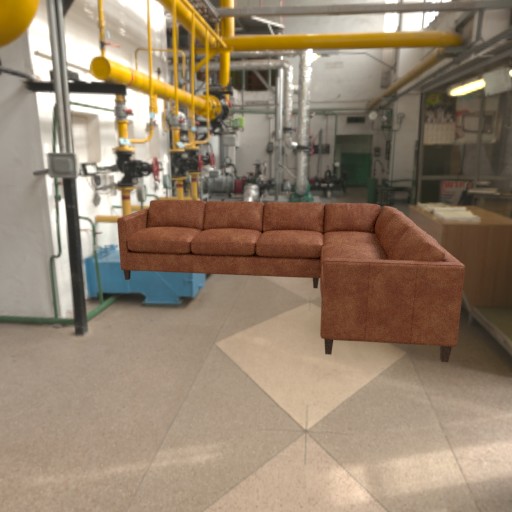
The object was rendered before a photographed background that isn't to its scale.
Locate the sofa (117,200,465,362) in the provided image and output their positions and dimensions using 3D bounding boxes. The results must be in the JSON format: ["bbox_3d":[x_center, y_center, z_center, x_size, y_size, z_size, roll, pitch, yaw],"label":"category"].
[{"bbox_3d":[0.000,0.000,4.352,3.167,0.838,2.438,2,14,8],"label":"sofa"}]
